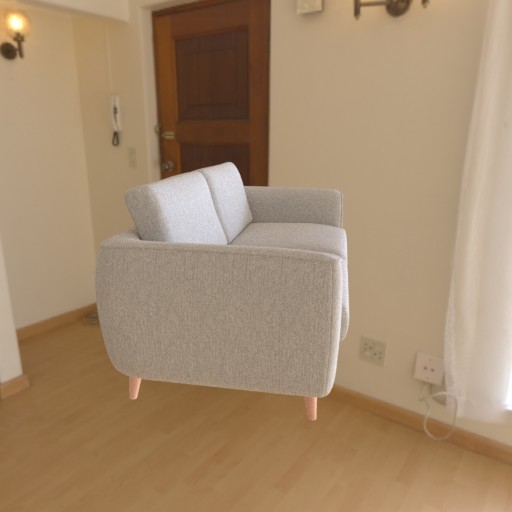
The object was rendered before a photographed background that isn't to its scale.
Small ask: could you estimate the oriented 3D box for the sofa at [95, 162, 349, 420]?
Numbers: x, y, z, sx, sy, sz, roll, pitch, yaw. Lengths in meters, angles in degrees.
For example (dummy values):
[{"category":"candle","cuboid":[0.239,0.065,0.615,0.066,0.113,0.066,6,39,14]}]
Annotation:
[{"category":"sofa","cuboid":[0.000,0.000,2.259,0.920,0.850,1.700,3,16,10]}]
